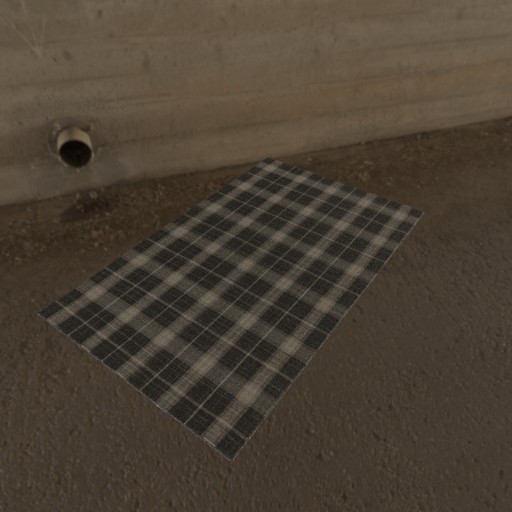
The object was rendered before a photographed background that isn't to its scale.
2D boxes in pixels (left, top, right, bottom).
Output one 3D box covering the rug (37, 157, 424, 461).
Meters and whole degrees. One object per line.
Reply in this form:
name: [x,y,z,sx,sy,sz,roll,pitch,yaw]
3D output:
rug: [0.000,0.000,3.087,1.520,0.015,2.434,26,47,27]
